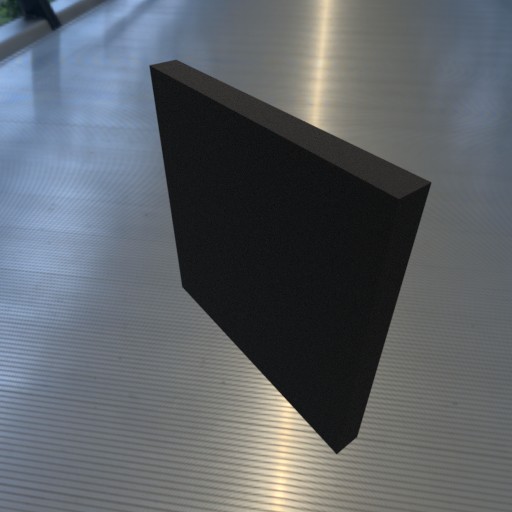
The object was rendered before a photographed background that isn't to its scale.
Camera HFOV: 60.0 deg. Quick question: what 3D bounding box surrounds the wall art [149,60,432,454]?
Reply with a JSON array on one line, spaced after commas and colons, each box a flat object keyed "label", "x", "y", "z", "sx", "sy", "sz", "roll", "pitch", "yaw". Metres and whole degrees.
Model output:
[{"label": "wall art", "x": 0.000, "y": 0.000, "z": 0.452, "sx": 0.030, "sy": 0.305, "sz": 0.308, "roll": -26, "pitch": 47, "yaw": -28}]
